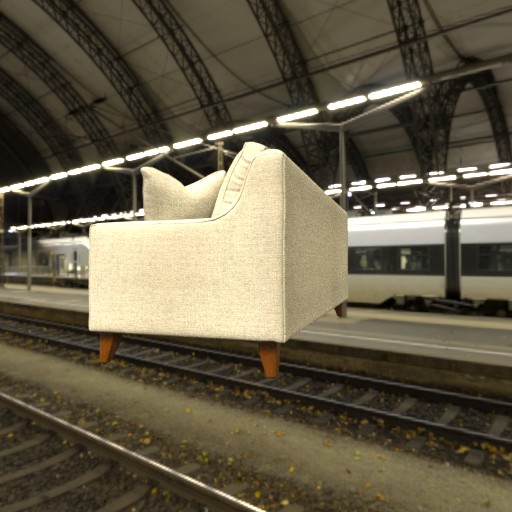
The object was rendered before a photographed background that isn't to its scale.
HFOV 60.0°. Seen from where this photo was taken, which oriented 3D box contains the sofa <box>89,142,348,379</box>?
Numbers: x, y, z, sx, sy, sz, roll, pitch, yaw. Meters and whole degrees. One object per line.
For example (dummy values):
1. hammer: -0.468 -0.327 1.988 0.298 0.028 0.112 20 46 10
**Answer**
1. sofa: 0.000 0.000 2.635 0.865 0.914 2.031 0 -1 18
